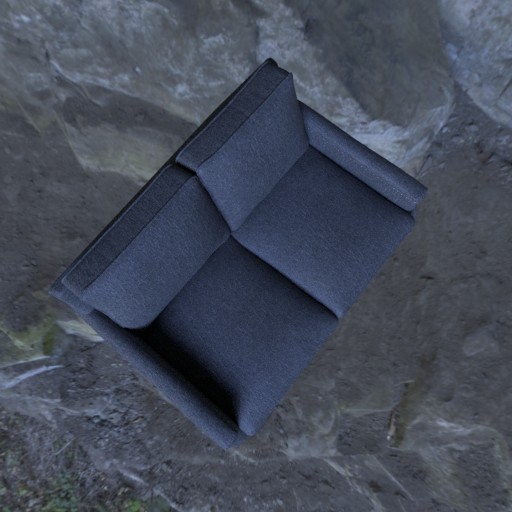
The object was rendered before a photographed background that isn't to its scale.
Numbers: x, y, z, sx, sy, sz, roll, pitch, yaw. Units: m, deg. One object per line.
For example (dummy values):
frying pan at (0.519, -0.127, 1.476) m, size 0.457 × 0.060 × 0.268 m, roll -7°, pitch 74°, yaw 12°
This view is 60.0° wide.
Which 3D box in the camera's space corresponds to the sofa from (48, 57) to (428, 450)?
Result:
sofa at (0.000, 0.000, 2.269) m, size 1.084 × 1.003 × 1.597 m, roll 38°, pitch 79°, yaw 9°
